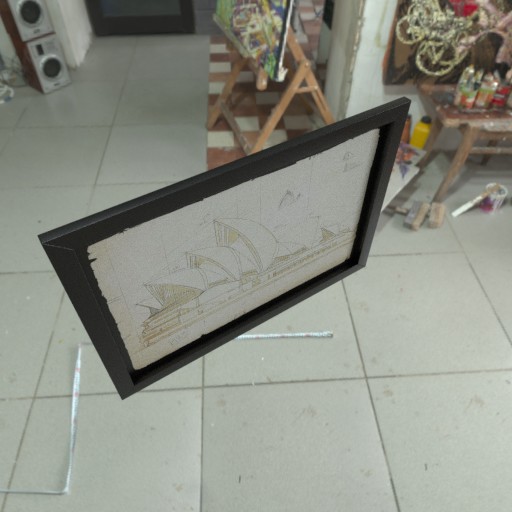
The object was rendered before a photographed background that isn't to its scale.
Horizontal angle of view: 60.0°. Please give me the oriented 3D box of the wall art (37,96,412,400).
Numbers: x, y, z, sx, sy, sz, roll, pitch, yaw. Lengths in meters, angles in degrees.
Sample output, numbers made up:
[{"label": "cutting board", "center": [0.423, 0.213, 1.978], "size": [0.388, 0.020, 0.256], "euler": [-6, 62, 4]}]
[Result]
[{"label": "wall art", "center": [0.000, 0.000, 0.571], "size": [0.440, 0.306, 0.013], "euler": [-26, 53, -22]}]
